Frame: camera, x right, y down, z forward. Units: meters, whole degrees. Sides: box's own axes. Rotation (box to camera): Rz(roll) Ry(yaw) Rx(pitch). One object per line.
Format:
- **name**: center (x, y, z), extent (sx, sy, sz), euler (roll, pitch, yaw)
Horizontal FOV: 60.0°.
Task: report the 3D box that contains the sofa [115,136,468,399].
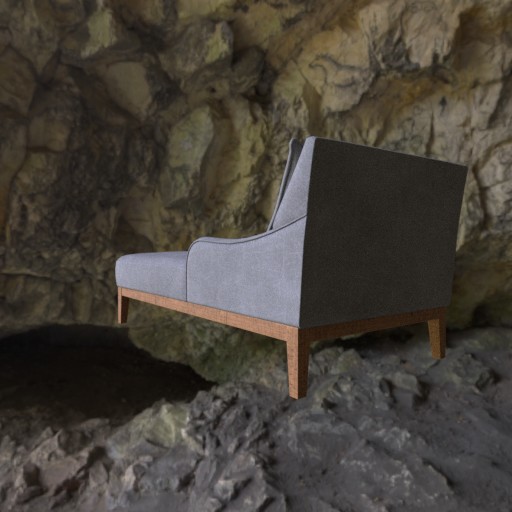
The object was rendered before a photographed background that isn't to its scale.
- **sofa**: center (0.000, 0.000, 2.301), extent (0.894, 0.859, 1.779), euler (-1, 2, -36)
